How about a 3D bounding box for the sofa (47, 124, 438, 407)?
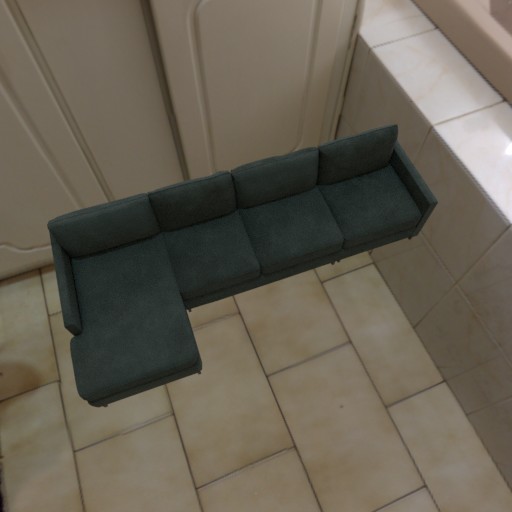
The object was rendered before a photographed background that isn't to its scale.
[{"bbox_3d":[0.000,0.000,3.998,3.400,0.967,1.500,-17,63,-9],"label":"sofa"}]
